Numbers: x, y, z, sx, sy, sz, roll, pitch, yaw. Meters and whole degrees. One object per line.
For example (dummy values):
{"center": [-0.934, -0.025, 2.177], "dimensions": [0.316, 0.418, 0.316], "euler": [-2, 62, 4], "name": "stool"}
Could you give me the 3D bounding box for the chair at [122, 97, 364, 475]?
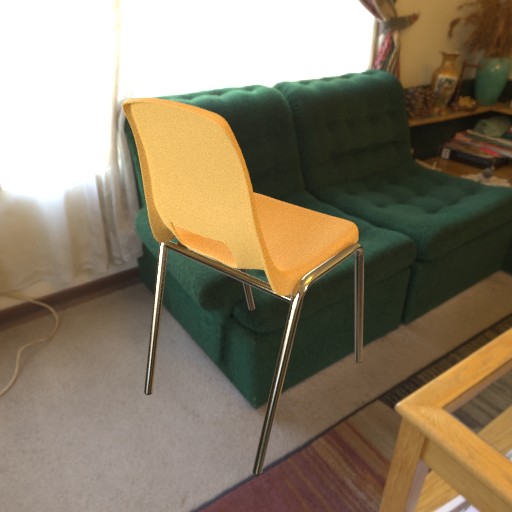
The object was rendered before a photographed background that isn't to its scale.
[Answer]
{"center": [0.000, 0.000, 0.950], "dimensions": [0.381, 0.704, 0.436], "euler": [22, 37, 32], "name": "chair"}
